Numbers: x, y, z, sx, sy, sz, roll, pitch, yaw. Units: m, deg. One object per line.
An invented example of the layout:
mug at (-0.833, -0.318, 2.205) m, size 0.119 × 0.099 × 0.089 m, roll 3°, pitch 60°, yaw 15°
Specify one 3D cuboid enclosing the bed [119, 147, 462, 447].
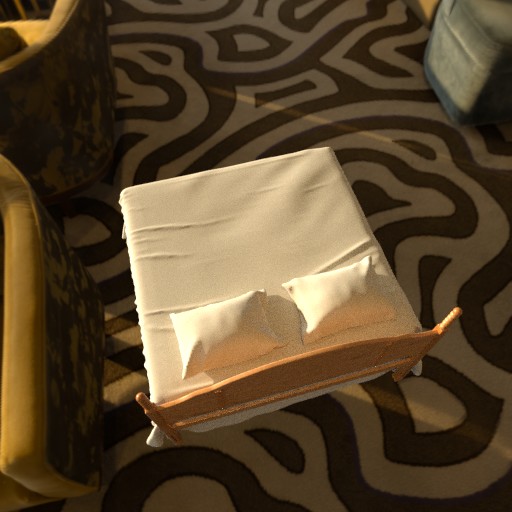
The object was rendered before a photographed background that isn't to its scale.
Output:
bed at (0.000, 0.000, 3.565) m, size 2.322 × 1.355 × 2.219 m, roll -13°, pitch 59°, yaw -8°
